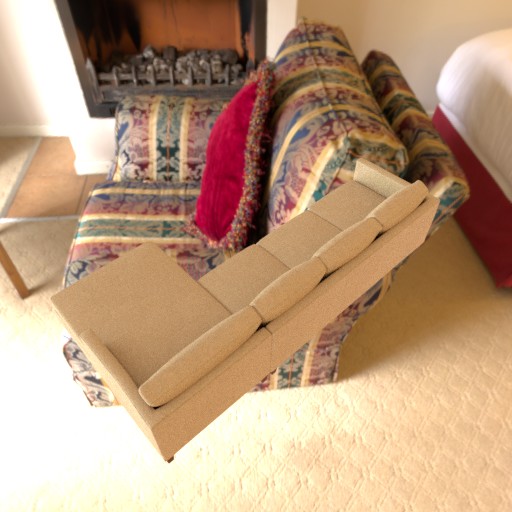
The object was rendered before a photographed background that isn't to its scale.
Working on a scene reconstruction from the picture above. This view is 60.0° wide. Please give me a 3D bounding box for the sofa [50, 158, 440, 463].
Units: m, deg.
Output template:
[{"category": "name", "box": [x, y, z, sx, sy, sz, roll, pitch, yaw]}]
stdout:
[{"category": "sofa", "box": [0.000, 0.000, 3.962, 3.186, 0.846, 1.625, -34, 56, -27]}]
